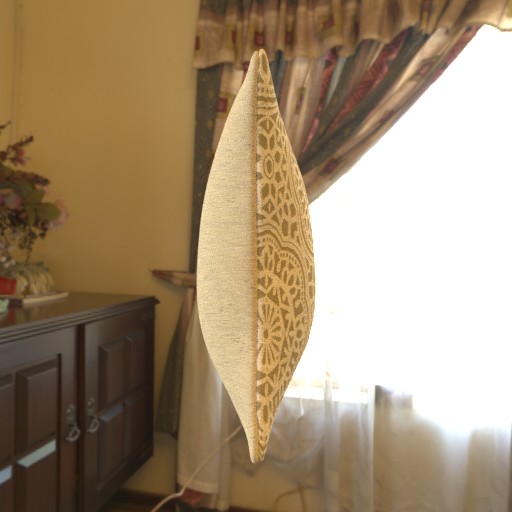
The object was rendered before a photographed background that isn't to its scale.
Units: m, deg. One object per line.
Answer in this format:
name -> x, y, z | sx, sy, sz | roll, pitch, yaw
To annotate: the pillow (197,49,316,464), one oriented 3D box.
pillow -> 0.000, 0.000, 0.659 | 0.167, 0.421, 0.438 | 0, 1, -1
